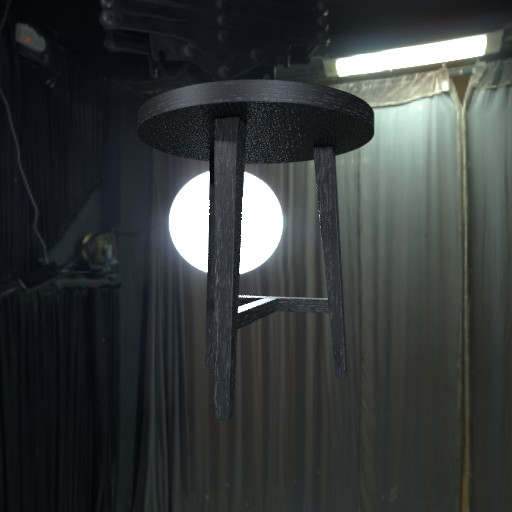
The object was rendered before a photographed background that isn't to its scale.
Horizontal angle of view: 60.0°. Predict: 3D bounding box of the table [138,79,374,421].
[{"bbox_3d":[0.000,0.000,0.774,0.399,0.460,0.399,0,0,0],"label":"table"}]
